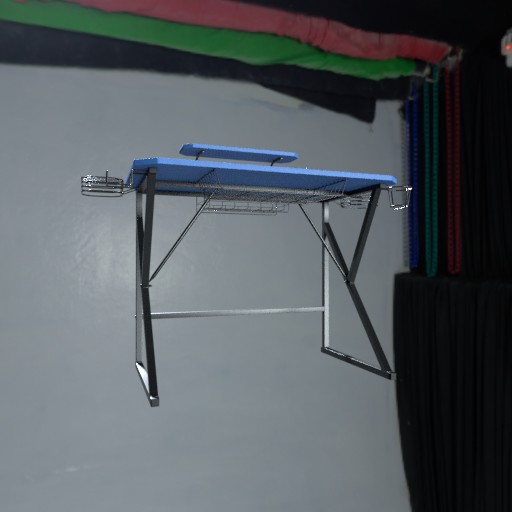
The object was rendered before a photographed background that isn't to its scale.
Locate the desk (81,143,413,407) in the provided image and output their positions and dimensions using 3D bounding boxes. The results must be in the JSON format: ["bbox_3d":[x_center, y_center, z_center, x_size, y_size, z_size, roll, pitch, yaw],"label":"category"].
[{"bbox_3d":[0.000,0.000,1.755,1.295,0.909,0.594,0,0,-20],"label":"desk"}]
